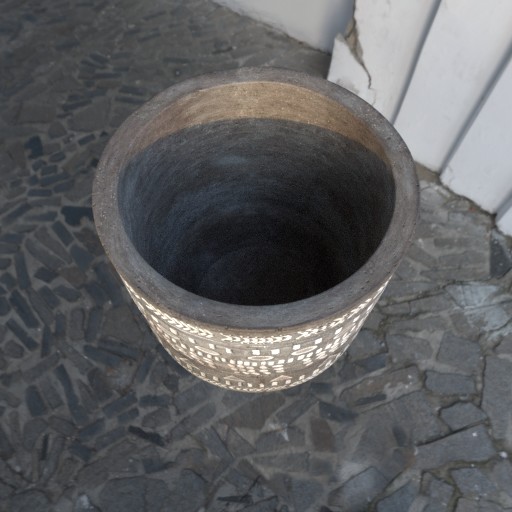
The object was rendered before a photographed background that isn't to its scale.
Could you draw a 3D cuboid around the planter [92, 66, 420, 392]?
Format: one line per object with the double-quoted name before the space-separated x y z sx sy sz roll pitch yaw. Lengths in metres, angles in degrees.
"planter" 0.000 0.000 0.220 0.122 0.128 0.122 0 62 0
